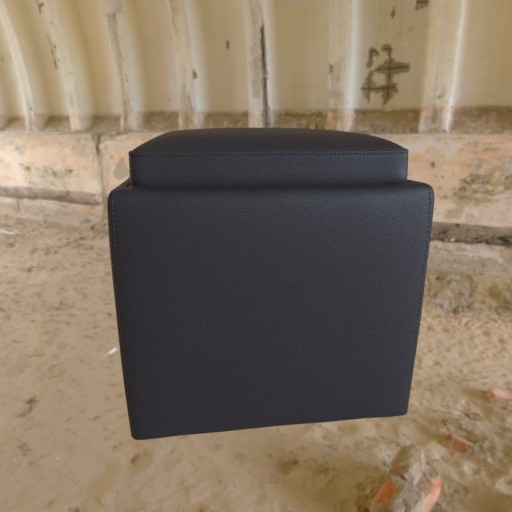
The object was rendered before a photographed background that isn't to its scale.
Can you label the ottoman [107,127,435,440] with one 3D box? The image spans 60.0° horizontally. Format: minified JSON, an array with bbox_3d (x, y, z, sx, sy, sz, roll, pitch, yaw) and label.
[{"bbox_3d":[0.000,0.000,0.826,0.451,0.460,0.450,-2,17,-8],"label":"ottoman"}]
